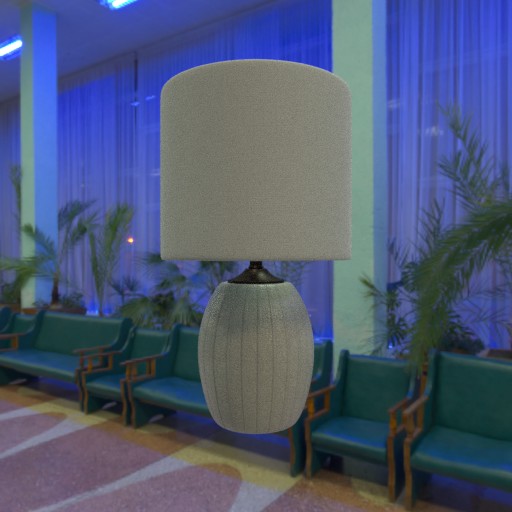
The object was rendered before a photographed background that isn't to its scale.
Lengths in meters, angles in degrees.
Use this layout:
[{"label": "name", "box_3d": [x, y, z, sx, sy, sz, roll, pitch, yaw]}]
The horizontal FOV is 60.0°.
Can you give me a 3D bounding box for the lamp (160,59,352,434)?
[{"label": "lamp", "box_3d": [0.000, 0.000, 0.779, 0.328, 0.570, 0.328, 0, 0, 0]}]
